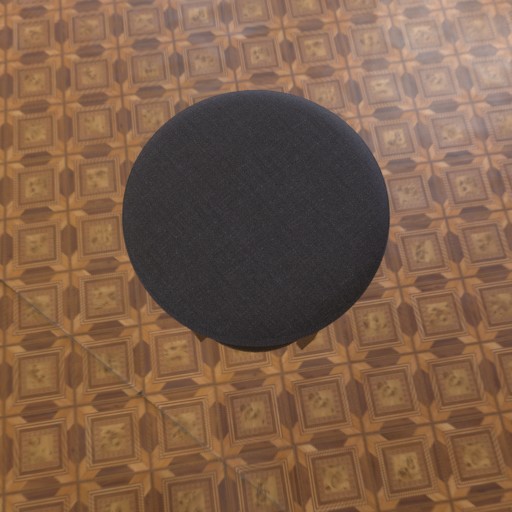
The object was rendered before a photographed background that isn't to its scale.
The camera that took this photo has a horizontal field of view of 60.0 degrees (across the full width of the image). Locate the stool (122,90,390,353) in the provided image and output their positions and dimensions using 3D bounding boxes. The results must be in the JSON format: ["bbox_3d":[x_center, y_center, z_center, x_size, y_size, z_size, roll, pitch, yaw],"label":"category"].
[{"bbox_3d":[0.000,0.000,0.983,0.449,0.655,0.449,0,74,0],"label":"stool"}]
